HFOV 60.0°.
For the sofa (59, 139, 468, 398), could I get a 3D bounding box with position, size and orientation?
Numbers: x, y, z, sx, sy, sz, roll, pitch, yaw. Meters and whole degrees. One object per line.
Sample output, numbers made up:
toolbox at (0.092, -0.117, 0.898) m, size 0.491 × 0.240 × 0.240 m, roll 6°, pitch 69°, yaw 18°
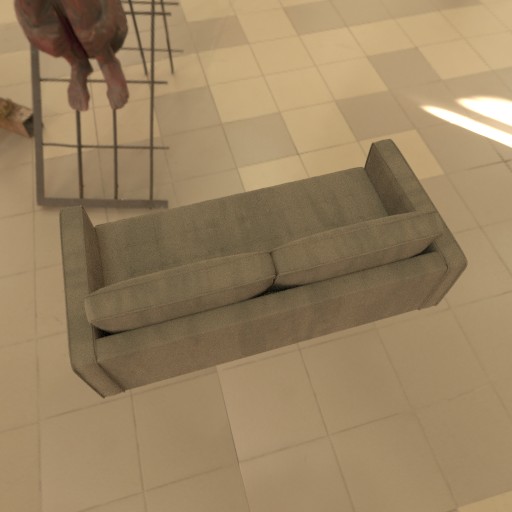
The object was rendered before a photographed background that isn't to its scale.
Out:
sofa at (0.000, 0.000, 2.403) m, size 1.920 × 0.825 × 0.924 m, roll -14°, pitch 59°, yaw -8°
